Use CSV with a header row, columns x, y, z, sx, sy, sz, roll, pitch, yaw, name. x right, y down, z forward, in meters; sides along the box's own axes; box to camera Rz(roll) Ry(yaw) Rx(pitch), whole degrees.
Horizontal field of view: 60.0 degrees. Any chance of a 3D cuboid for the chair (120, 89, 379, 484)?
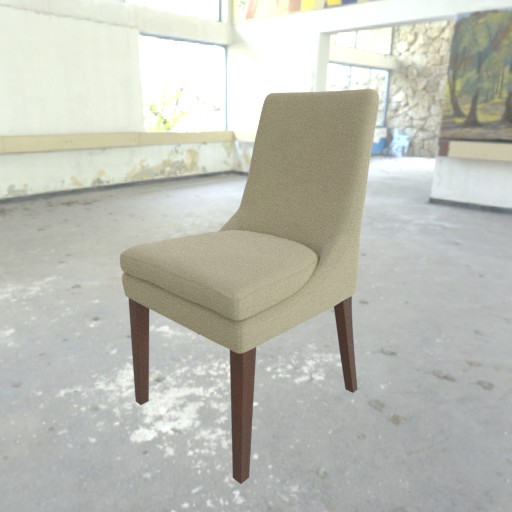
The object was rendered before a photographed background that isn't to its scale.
x,y,z,sx,sy,sz,roll,pitch,yaw,name
0.000,0.000,1.320,0.515,0.940,0.638,16,24,41,chair
